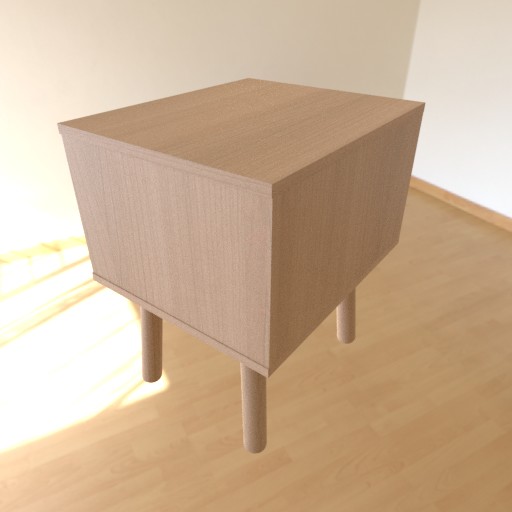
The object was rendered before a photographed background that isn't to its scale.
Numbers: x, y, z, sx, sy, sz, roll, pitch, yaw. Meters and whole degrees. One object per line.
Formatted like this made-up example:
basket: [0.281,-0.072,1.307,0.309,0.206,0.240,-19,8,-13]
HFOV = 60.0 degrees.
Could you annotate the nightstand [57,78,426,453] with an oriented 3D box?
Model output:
nightstand: [0.000,0.000,0.834,0.380,0.530,0.450,22,38,31]
